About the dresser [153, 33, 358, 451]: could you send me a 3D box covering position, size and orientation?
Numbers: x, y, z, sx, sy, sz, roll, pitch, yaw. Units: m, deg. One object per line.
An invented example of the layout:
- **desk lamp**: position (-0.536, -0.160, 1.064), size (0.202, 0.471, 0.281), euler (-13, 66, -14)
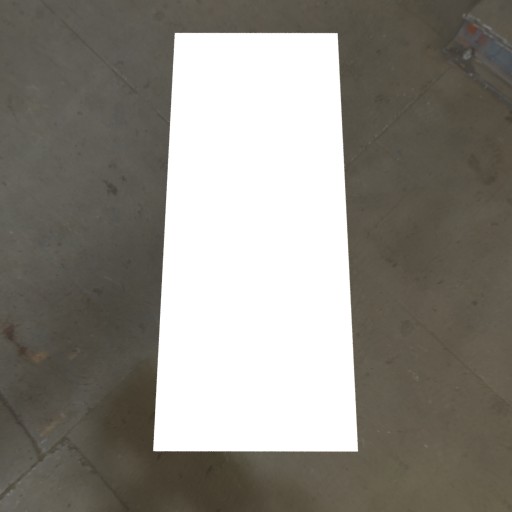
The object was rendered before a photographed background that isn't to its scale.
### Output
- **dresser**: position (0.000, 0.000, 1.524), size (0.460, 0.820, 1.100), euler (0, 76, 0)
